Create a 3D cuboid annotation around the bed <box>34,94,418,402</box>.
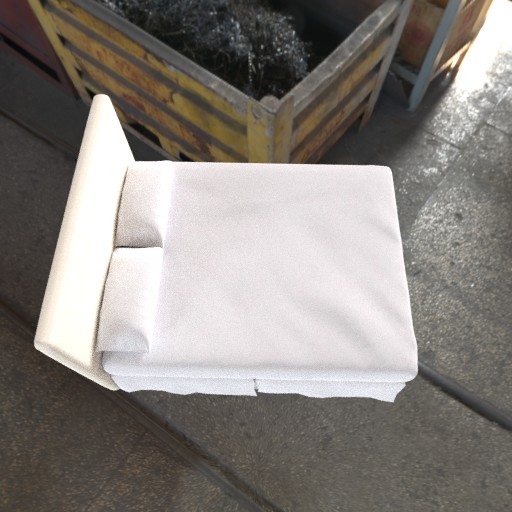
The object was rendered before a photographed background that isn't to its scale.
[{"bbox_3d":[0.000,0.000,3.047,2.142,1.330,1.713,1,64,1],"label":"bed"}]
